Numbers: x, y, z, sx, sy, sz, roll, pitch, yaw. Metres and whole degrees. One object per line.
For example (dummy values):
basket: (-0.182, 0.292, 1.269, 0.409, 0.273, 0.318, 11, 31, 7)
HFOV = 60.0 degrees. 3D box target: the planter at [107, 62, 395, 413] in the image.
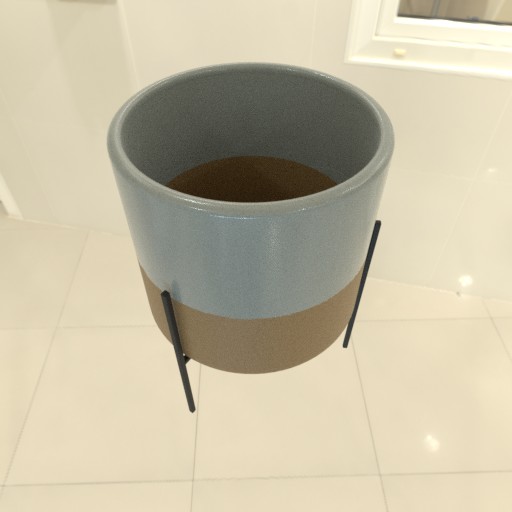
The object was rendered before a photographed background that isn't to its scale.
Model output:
planter: (0.000, 0.000, 0.710, 0.360, 0.480, 0.348, 4, 47, 4)
